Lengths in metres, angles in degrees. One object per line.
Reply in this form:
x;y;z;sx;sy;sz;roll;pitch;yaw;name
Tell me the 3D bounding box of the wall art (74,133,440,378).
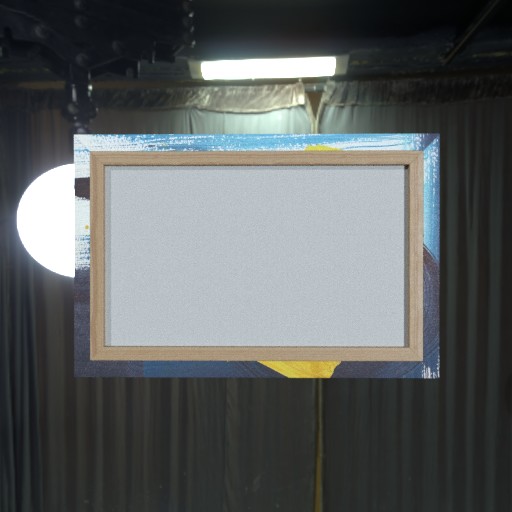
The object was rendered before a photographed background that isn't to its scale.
0.000;0.000;1.127;0.914;0.610;0.039;0;0;1;wall art
